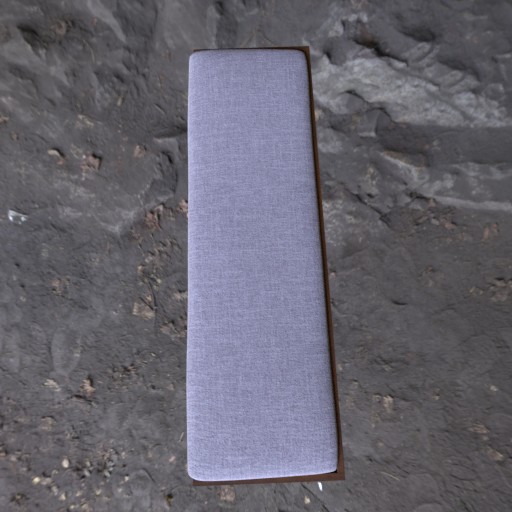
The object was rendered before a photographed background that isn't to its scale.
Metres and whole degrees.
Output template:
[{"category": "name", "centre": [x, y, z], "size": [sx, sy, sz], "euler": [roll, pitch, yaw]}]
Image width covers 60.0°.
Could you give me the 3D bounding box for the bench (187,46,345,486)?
[{"category": "bench", "centre": [0.000, 0.000, 1.369], "size": [0.367, 0.468, 1.196], "euler": [-2, 74, -1]}]
